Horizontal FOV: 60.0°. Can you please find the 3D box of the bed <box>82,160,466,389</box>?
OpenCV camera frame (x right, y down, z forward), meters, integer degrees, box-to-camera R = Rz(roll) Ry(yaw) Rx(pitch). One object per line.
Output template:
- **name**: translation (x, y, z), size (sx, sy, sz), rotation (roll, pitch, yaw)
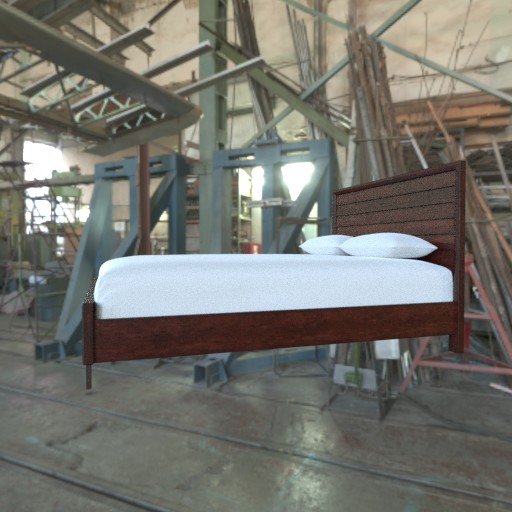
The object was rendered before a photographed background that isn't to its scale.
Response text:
- **bed**: translation (0.000, 0.000, 3.959), size (2.803, 1.492, 2.040), rotation (0, 2, -18)
